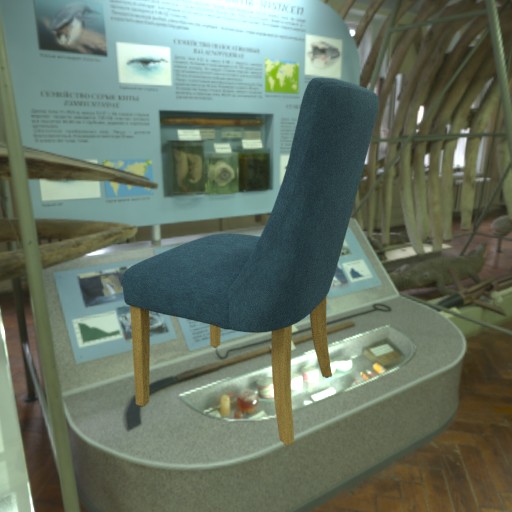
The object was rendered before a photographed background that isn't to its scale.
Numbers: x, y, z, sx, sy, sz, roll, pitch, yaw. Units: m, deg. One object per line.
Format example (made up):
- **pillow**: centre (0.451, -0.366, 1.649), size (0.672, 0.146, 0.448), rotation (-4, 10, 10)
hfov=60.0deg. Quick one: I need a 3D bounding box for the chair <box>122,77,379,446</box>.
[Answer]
- **chair**: centre (0.000, 0.000, 1.283), size (0.609, 0.902, 0.495), rotation (7, 17, 25)
